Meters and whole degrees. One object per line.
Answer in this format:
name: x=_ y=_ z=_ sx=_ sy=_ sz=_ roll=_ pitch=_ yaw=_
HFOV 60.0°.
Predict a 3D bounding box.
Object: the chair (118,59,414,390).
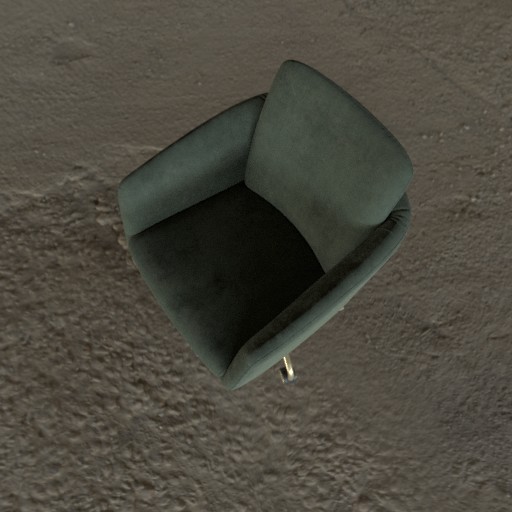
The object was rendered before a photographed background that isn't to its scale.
chair: x=0.000 y=0.000 z=1.344 sx=0.635 sy=0.908 sz=0.641 roll=-33 pitch=67 yaw=-16
